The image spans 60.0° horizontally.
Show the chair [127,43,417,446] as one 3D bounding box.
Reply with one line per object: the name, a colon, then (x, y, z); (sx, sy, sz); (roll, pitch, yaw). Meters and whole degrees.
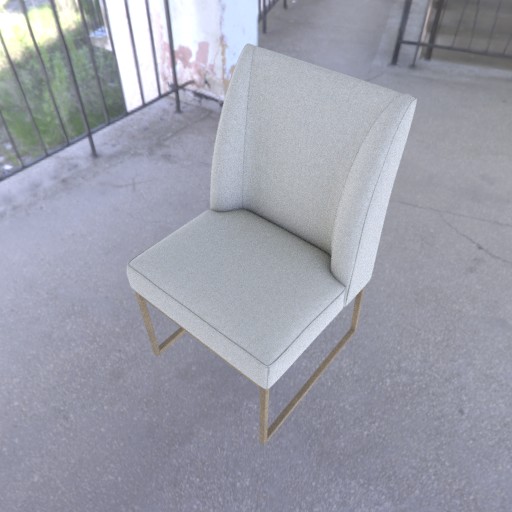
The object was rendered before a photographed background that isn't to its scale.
chair: (0.000, 0.000, 1.201); (0.508, 0.863, 0.522); (31, 53, 26)
